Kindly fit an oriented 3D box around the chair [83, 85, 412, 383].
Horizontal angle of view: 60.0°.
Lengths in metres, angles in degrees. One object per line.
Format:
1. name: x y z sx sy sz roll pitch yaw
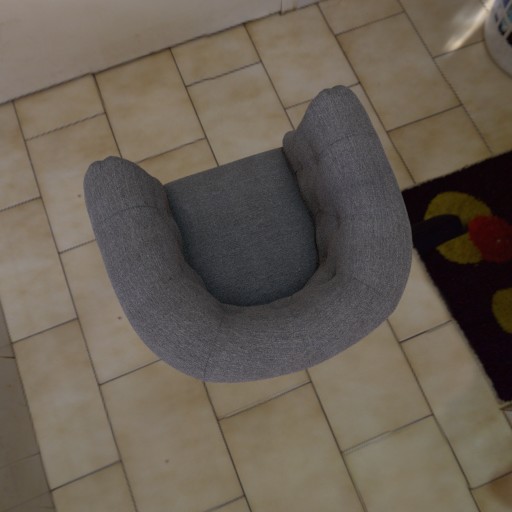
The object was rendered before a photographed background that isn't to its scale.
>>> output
1. chair: 0.000 0.000 1.608 0.905 0.827 0.852 -19 75 -5
